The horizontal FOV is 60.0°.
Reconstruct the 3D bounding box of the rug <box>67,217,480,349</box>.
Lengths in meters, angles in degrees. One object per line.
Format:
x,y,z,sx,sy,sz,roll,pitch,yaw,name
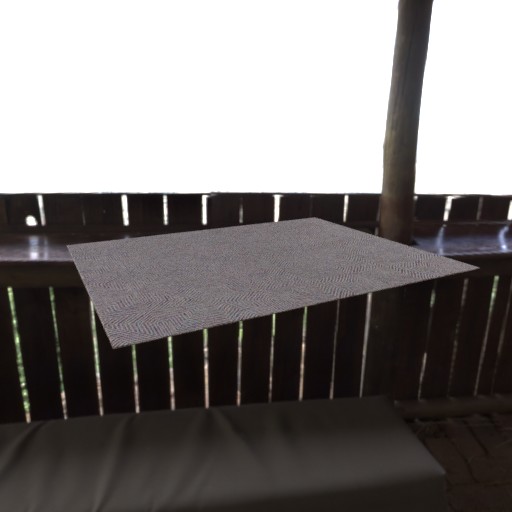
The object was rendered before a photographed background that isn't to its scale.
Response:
0.000,0.000,4.134,3.046,0.008,2.442,-8,18,-27,rug
